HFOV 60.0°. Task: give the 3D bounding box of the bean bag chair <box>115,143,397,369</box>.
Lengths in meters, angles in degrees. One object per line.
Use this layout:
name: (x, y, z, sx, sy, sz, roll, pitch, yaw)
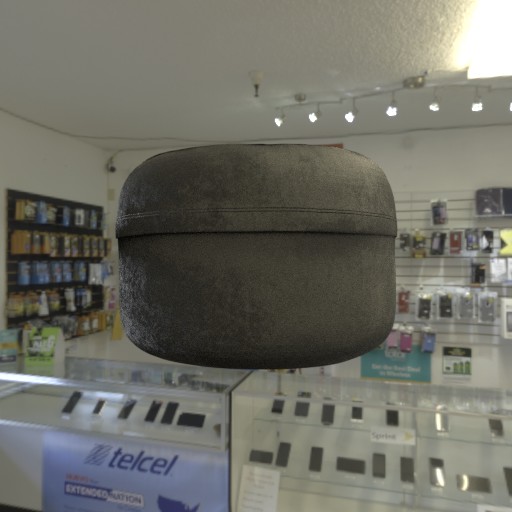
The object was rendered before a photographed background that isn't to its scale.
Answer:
bean bag chair: (0.000, 0.000, 1.511, 0.918, 0.605, 0.918, 0, 0, 0)
